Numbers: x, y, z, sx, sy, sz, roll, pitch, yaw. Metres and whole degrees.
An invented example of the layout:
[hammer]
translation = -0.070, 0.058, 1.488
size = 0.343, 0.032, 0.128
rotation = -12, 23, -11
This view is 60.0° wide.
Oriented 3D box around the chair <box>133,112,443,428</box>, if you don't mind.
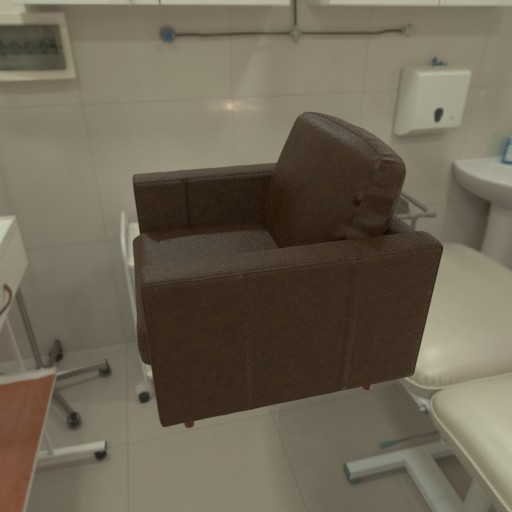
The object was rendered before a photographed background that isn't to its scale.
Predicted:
[chair]
translation = 0.000, 0.000, 1.668
size = 0.909, 0.956, 0.890
rotation = -7, 30, -13
